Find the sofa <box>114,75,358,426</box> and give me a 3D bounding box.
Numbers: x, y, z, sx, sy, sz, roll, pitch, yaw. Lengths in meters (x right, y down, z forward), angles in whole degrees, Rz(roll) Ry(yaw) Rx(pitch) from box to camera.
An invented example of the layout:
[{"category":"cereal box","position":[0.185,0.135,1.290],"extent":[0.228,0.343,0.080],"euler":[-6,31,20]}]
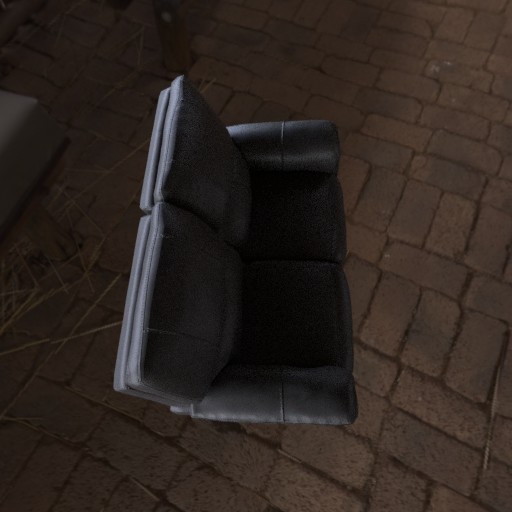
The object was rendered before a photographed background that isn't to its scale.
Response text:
[{"category":"sofa","position":[0.000,0.000,2.454],"extent":[1.104,1.111,1.765],"euler":[2,63,1]}]
